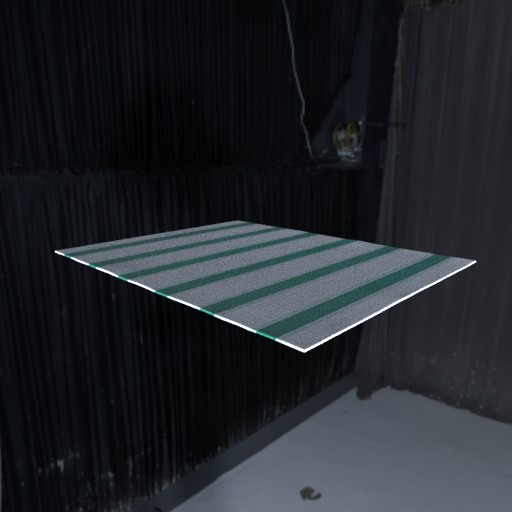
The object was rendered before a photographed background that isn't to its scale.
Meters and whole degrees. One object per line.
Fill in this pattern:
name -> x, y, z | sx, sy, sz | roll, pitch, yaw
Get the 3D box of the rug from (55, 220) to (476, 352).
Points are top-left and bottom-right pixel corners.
rug -> 0.000, 0.000, 4.078 | 3.041, 0.019, 2.434 | 13, 19, 43
